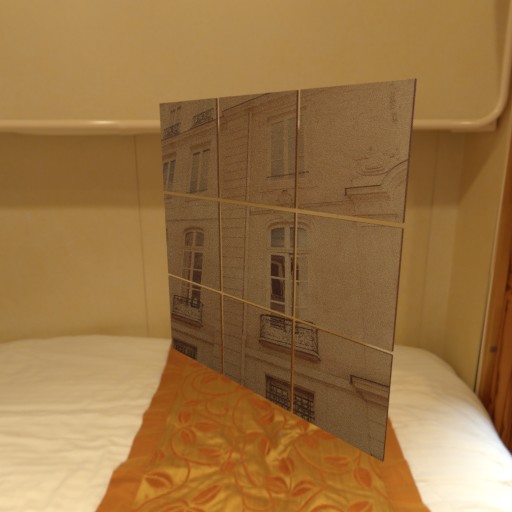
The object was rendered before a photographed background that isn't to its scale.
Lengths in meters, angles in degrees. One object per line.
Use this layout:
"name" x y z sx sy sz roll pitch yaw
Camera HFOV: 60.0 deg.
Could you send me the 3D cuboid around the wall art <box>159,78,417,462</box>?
"wall art" 0.000 0.000 2.210 1.526 1.522 0.023 14 20 43
